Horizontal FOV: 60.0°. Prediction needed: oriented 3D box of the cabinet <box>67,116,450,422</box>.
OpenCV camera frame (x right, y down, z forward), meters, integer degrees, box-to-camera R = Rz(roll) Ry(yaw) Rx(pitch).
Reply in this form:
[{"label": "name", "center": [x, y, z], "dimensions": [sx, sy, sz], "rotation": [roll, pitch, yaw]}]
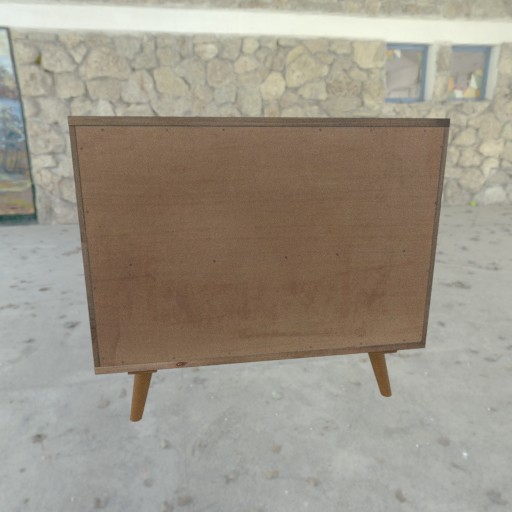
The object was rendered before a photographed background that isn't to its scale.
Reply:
[{"label": "cabinet", "center": [0.000, 0.000, 1.533], "dimensions": [1.023, 0.897, 0.529], "rotation": [-2, 15, -9]}]
